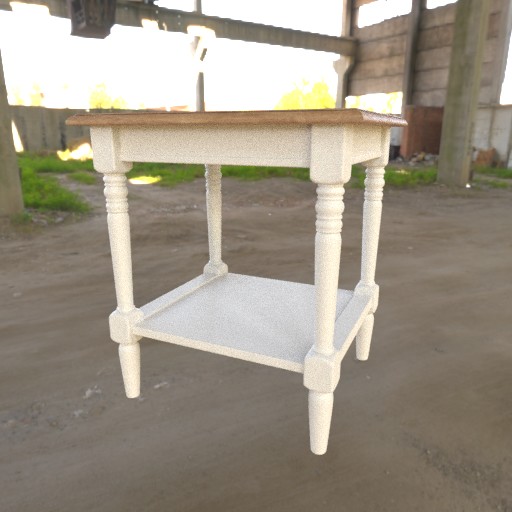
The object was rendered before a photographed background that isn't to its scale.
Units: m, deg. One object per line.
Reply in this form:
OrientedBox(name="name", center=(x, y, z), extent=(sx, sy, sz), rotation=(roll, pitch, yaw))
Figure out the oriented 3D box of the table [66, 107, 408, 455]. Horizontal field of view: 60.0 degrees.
OrientedBox(name="table", center=(0.000, 0.000, 0.929), extent=(0.508, 0.561, 0.457), rotation=(7, 17, 24))
